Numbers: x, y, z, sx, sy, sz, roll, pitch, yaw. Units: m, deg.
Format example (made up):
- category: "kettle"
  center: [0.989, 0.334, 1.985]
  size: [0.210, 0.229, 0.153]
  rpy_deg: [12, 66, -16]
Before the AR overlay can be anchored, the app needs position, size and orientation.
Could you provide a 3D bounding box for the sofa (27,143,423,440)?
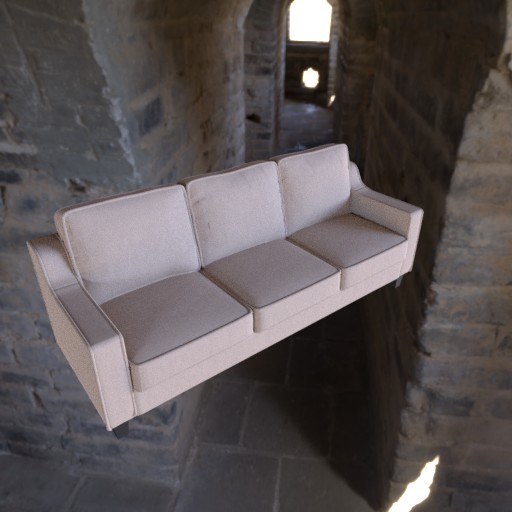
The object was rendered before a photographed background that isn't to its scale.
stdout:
- category: "sofa"
  center: [0.000, 0.000, 2.517]
  size: [2.131, 0.902, 0.791]
  rpy_deg: [-21, 35, -32]
